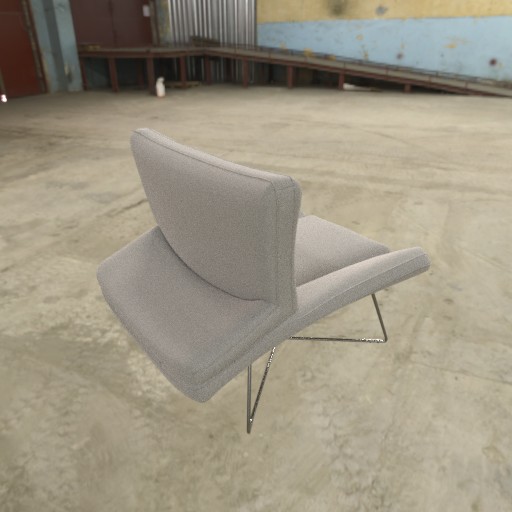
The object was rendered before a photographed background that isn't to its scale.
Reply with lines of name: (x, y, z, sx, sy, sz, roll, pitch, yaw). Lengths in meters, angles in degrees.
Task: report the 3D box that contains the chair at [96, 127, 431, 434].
chair: (0.000, 0.000, 1.638, 1.008, 0.855, 0.859, -18, 31, -32)
